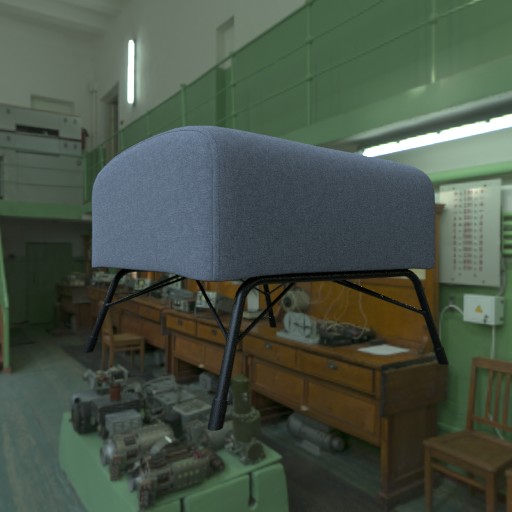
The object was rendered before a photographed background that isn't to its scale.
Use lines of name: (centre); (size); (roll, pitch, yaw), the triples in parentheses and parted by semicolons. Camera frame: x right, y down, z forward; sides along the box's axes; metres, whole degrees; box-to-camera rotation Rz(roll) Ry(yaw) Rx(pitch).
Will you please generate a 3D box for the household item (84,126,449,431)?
household item: (0.000, 0.000, 0.895); (0.530, 0.410, 0.530); (0, 1, -37)
